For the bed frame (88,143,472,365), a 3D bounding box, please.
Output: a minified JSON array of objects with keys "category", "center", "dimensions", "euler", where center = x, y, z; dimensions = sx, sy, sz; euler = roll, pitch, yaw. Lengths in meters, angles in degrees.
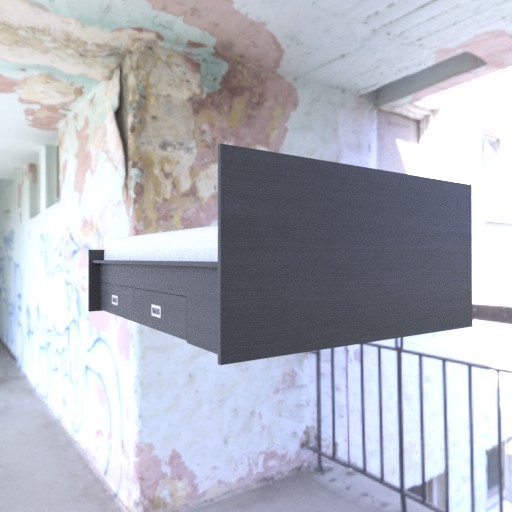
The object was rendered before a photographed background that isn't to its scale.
[{"category":"bed frame","center":[0.000,0.000,2.862],"dimensions":[1.622,0.800,1.960],"euler":[0,0,-34]}]
